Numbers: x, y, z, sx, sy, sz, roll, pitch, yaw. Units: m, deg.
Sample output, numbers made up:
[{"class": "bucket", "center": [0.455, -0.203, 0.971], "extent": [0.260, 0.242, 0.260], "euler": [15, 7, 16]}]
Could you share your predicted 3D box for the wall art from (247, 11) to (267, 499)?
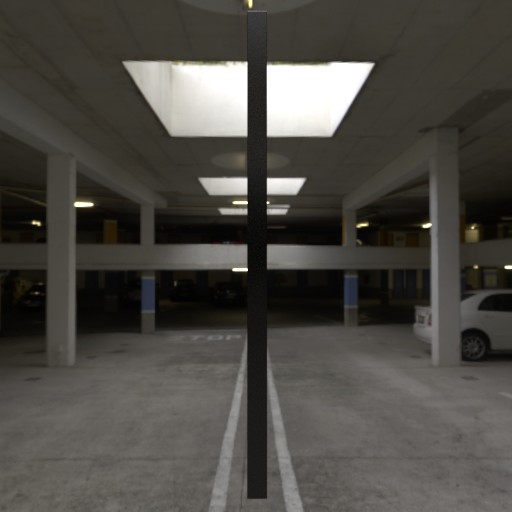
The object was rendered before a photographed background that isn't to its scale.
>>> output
[{"class": "wall art", "center": [0.000, 0.000, 1.343], "extent": [0.043, 1.046, 0.788], "euler": [0, -1, 0]}]
